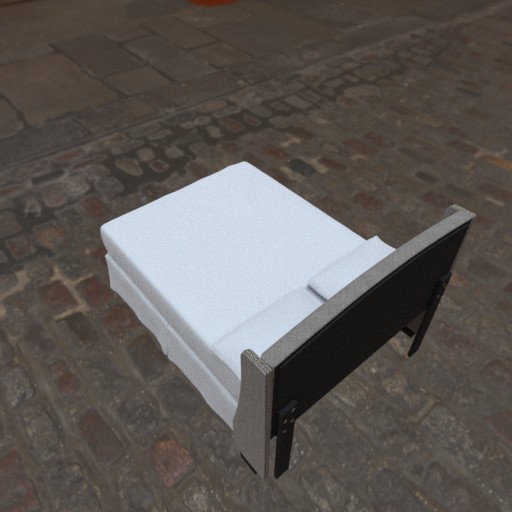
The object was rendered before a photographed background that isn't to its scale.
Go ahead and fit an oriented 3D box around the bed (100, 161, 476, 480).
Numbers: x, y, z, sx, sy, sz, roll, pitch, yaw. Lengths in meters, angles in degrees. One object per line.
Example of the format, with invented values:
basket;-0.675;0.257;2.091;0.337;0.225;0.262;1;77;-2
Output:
bed;0.000;0.000;3.338;1.710;1.407;2.237;-30;52;-27
